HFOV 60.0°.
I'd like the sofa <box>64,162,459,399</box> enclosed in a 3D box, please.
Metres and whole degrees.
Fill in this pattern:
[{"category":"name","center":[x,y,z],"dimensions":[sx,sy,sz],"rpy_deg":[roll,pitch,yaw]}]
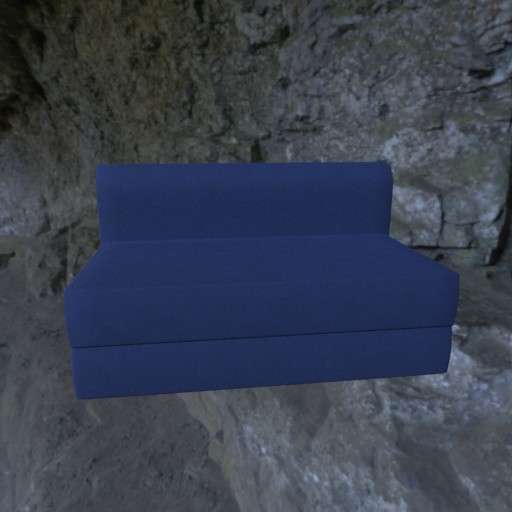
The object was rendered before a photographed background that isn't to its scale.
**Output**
[{"category":"sofa","center":[0.000,0.000,1.683],"dimensions":[1.219,0.660,0.762],"rpy_deg":[-2,16,-7]}]
